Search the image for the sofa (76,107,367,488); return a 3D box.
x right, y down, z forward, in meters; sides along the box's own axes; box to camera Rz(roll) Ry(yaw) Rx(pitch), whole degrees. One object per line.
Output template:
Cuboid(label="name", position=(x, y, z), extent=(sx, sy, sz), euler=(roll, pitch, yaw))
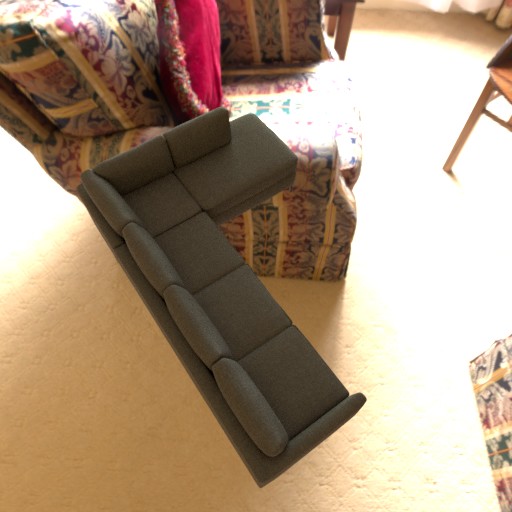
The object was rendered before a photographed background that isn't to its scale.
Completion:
Cuboid(label="sofa", position=(0.000, 0.000, 3.825), extent=(1.984, 0.858, 2.972), euler=(-31, 64, -17))
